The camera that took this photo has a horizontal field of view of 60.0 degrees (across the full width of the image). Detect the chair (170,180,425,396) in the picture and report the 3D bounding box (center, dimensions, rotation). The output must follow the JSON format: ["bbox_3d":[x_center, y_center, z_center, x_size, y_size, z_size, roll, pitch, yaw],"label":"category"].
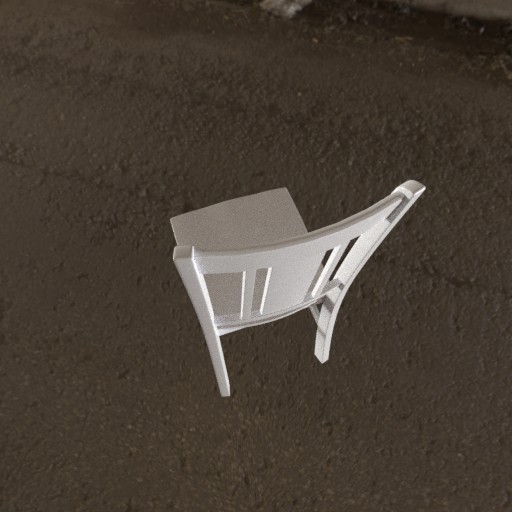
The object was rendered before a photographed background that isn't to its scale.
[{"bbox_3d":[0.000,0.000,1.281,0.450,0.998,0.555,-16,60,-10],"label":"chair"}]
